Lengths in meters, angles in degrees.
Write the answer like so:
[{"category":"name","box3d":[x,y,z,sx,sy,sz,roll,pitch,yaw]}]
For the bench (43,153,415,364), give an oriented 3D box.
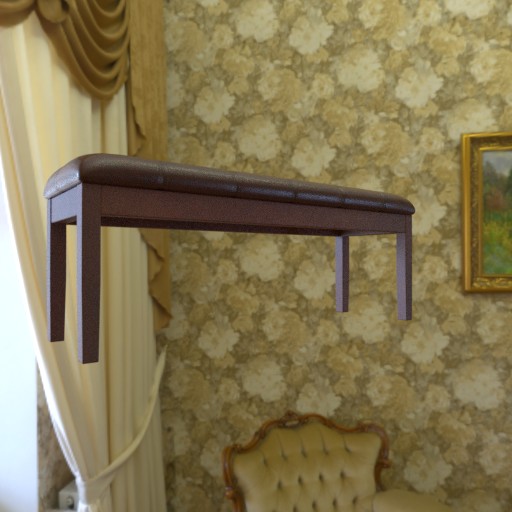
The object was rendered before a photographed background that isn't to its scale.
[{"category":"bench","box3d":[0.000,0.000,1.497,1.259,0.491,0.401,0,-1,-36]}]
